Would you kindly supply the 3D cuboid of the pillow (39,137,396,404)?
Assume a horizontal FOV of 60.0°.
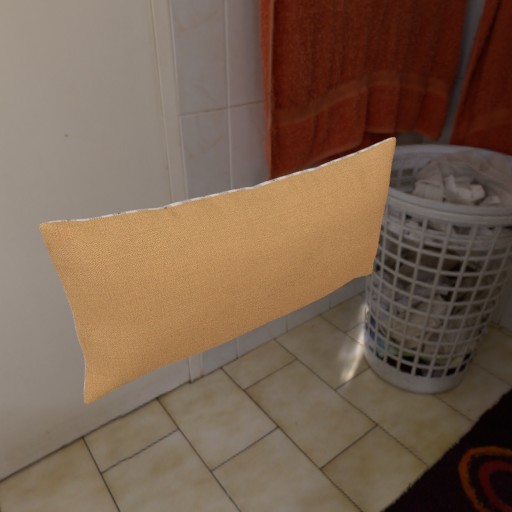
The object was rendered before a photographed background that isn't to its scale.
[{"bbox_3d":[0.000,0.000,0.721,0.608,0.291,0.151,-20,36,-30],"label":"pillow"}]
